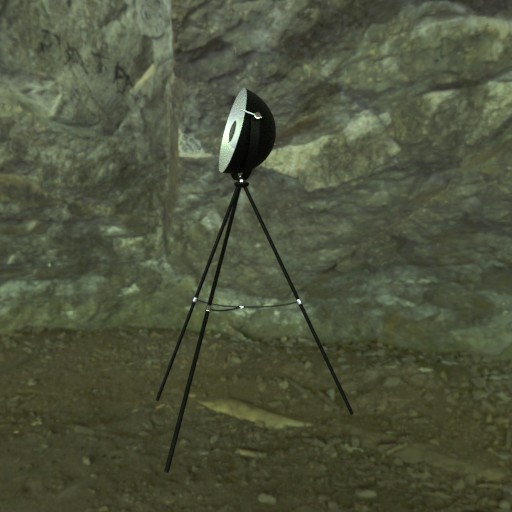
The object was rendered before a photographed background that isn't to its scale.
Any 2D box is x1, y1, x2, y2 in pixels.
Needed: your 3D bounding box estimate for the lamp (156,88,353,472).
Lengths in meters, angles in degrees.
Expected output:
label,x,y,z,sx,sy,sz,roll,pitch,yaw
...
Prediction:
label,x,y,z,sx,sy,sz,roll,pitch,yaw
lamp,0.000,0.000,2.064,0.920,1.512,0.817,0,0,-17
